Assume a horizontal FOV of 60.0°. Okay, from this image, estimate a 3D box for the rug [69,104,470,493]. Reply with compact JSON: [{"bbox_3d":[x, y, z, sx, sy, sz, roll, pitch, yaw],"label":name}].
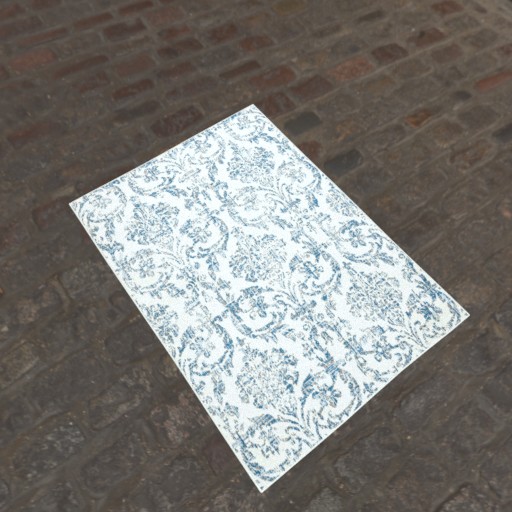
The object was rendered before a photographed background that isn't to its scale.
[{"bbox_3d":[0.000,0.000,2.864,1.586,0.014,2.197,-34,67,-16],"label":"rug"}]
